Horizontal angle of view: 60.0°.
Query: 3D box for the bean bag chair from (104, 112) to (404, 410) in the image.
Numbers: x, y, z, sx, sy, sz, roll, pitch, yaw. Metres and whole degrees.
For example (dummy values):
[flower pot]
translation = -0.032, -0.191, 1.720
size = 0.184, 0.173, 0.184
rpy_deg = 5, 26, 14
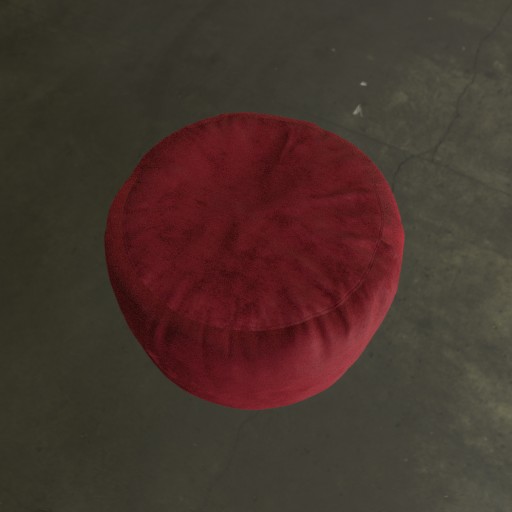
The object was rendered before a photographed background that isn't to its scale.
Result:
[bean bag chair]
translation = 0.000, 0.000, 1.964
size = 1.219, 0.762, 1.219
rpy_deg = 0, 58, 0
